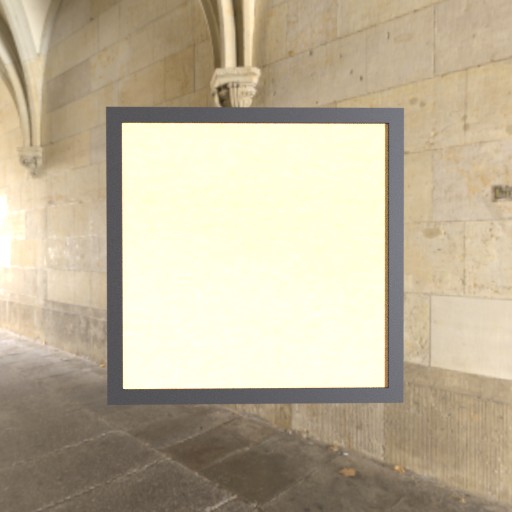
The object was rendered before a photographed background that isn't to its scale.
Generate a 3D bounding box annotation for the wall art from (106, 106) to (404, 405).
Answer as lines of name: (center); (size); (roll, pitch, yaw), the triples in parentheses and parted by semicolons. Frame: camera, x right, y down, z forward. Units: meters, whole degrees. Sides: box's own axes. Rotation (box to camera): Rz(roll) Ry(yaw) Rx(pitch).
wall art: (0.000, 0.000, 0.537); (0.356, 0.356, 0.013); (0, 1, -1)
